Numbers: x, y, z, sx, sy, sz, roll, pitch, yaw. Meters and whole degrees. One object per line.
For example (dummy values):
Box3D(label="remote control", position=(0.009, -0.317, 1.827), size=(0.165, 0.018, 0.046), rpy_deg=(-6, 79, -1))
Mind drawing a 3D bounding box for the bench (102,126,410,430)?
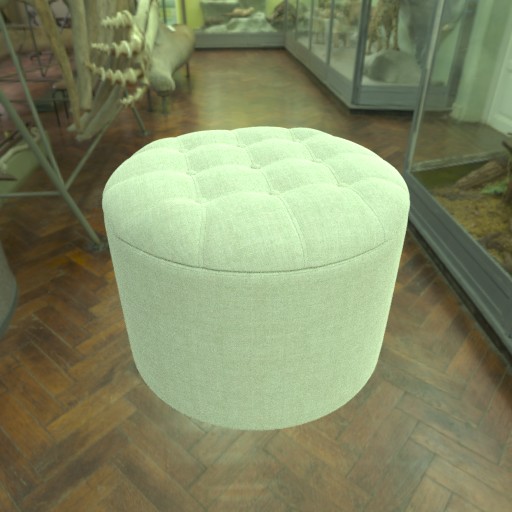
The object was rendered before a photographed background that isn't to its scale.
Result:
Box3D(label="bench", position=(0.000, 0.000, 0.985), size=(0.600, 0.453, 0.600), rpy_deg=(0, 33, 0))
